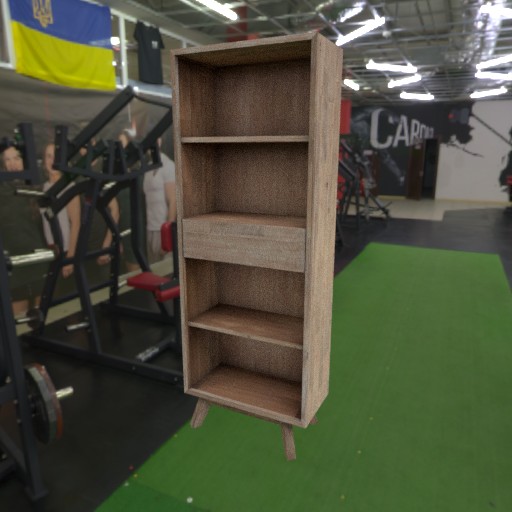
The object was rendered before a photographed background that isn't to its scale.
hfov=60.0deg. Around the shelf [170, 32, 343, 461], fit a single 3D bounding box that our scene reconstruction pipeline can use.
[{"bbox_3d":[0.000,0.000,1.557,0.491,1.342,0.267,7,15,26],"label":"shelf"}]
